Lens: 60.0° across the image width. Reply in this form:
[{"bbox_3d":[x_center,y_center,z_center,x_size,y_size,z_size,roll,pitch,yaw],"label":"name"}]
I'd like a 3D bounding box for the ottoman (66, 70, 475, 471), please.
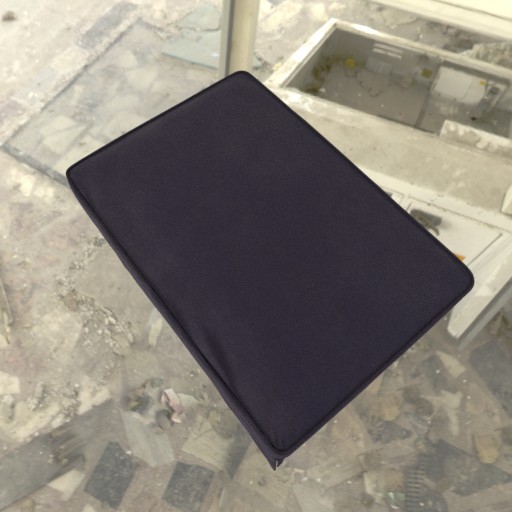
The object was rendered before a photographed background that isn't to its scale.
[{"bbox_3d":[0.000,0.000,1.287,0.637,0.503,0.938,-36,69,-16],"label":"ottoman"}]
